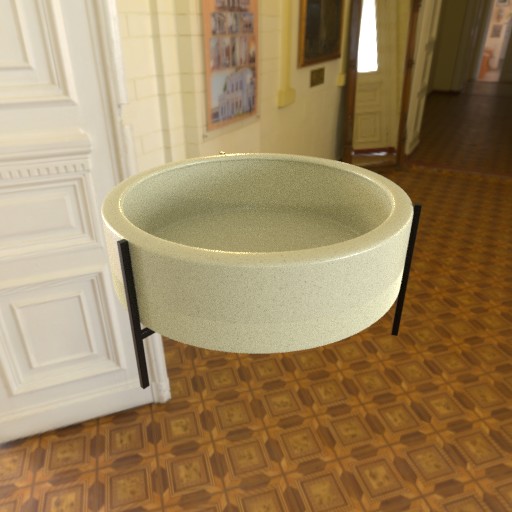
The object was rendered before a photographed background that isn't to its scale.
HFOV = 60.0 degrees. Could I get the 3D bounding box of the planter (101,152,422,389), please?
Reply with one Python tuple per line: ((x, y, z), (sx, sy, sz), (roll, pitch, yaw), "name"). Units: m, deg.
((0.000, 0.000, 0.540), (0.336, 0.171, 0.345), (-8, 29, -15), "planter")
